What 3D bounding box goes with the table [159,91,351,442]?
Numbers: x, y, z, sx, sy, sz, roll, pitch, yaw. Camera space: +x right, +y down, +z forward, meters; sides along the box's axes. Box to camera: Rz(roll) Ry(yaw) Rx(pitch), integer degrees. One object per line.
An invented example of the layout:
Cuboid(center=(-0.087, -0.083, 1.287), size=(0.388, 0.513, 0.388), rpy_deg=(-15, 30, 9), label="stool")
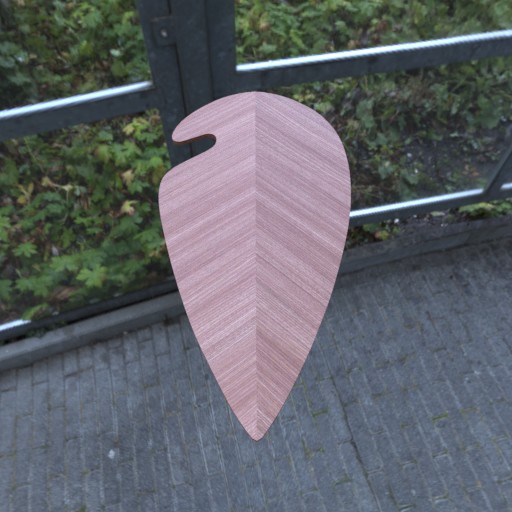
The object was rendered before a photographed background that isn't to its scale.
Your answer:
Cuboid(center=(0.000, 0.000, 1.455), size=(0.598, 0.360, 1.199), rpy_deg=(0, 58, 0), label="table")
